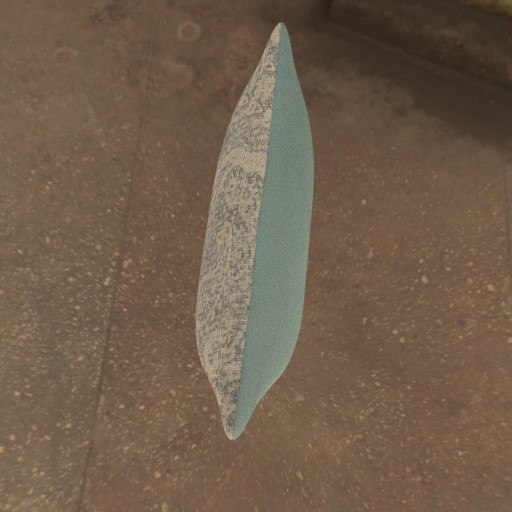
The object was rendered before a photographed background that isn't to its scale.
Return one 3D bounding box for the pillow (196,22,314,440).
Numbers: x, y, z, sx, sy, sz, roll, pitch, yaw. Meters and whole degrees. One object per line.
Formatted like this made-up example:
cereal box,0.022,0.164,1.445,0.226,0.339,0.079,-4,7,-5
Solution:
pillow,0.000,0.000,0.768,0.166,0.507,0.526,6,76,2
